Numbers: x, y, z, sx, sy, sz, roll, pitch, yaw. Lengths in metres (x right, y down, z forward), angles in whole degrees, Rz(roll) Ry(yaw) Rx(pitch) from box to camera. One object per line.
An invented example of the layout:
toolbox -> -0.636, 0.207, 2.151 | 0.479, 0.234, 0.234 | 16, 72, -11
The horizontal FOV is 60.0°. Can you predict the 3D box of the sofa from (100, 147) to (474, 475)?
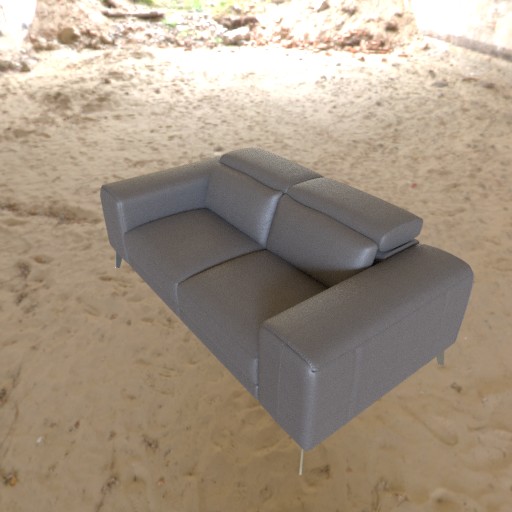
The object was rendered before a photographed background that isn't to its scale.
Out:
sofa -> 0.000, 0.000, 2.447 | 1.024, 0.753, 1.930 | -22, 38, -31
